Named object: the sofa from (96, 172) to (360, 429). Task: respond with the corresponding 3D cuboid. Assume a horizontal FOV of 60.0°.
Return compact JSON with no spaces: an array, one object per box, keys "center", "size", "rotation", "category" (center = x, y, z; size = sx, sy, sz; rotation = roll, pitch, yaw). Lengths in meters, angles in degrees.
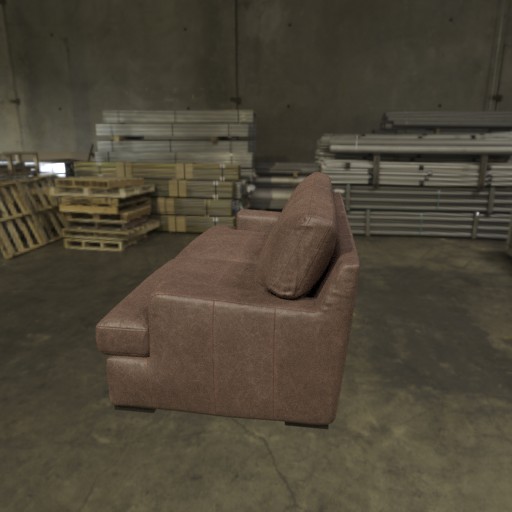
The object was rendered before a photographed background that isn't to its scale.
[{"center":[0.000,0.000,2.883],"size":[1.143,0.941,2.261],"rotation":[2,16,8],"category":"sofa"}]
